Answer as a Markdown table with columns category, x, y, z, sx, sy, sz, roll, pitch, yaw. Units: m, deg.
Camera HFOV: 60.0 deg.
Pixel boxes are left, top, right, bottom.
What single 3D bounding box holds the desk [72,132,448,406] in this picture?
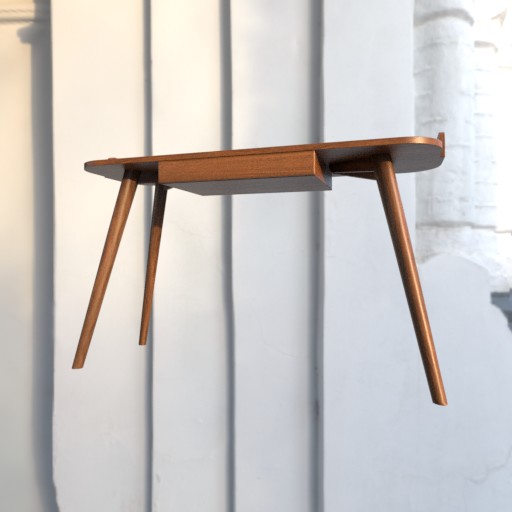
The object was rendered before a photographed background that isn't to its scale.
| category | x | y | z | sx | sy | sz | roll | pitch | yaw |
| --- | --- | --- | --- | --- | --- | --- | --- | --- | --- |
| desk | 0.000 | 0.000 | 1.603 | 1.256 | 0.800 | 0.486 | 0 | 1 | 18 |
